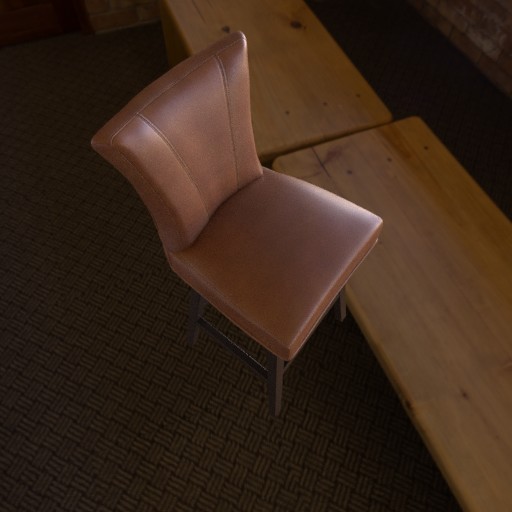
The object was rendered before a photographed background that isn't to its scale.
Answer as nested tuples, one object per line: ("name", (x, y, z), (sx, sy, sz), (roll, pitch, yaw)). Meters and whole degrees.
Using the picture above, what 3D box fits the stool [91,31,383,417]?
("stool", (0.000, 0.000, 1.411), (0.585, 1.094, 0.522), (32, 63, 19))
